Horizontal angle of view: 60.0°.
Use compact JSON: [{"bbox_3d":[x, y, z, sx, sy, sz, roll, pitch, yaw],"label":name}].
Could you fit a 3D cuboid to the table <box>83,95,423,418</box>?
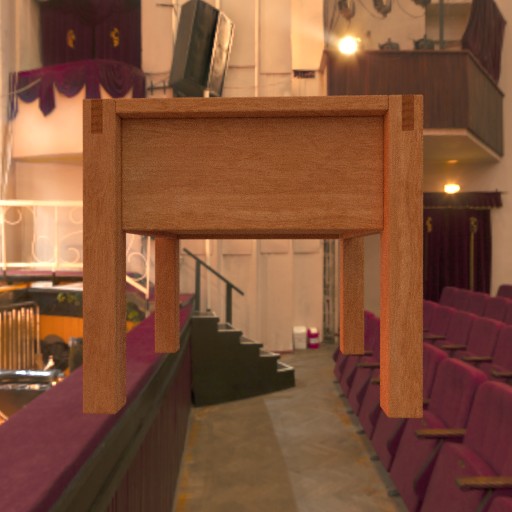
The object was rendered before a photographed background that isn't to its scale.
[{"bbox_3d":[0.000,0.000,0.842,0.480,0.450,0.440,0,0,2],"label":"table"}]
